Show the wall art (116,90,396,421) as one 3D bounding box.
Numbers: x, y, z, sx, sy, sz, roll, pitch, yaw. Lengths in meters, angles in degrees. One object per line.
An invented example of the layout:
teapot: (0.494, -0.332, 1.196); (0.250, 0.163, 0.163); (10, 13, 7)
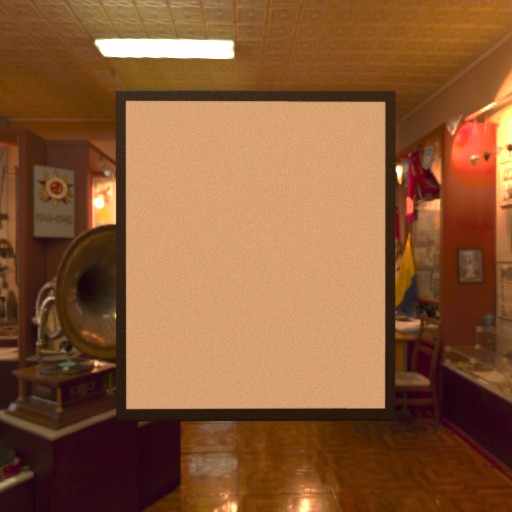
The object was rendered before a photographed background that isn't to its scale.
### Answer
wall art: (0.000, 0.000, 0.692); (0.430, 0.509, 0.021); (0, 0, -1)
